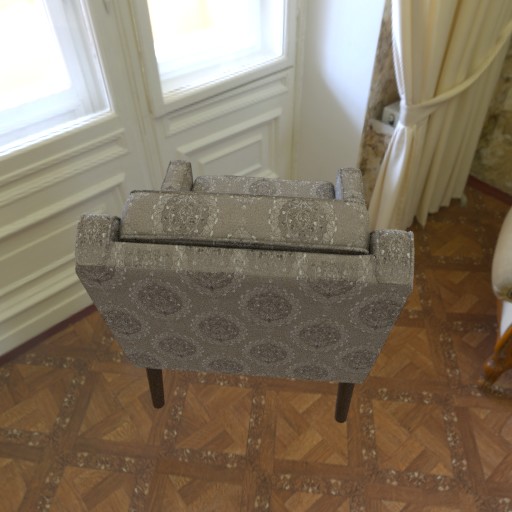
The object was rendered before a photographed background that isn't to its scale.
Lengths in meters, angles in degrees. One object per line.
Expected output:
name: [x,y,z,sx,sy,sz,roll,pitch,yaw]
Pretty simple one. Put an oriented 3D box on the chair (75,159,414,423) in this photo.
chair: [0.000,0.000,1.322,0.665,0.797,0.750,3,45,3]
